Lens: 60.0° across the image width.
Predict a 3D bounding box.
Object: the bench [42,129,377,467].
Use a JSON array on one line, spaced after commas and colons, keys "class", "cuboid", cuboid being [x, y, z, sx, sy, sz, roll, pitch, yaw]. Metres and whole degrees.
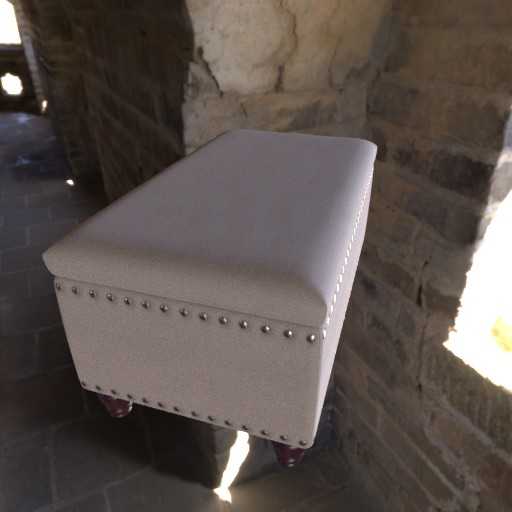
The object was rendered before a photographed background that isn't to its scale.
[{"class": "bench", "cuboid": [0.000, 0.000, 1.159, 0.500, 0.449, 0.887, 9, 31, 16]}]
